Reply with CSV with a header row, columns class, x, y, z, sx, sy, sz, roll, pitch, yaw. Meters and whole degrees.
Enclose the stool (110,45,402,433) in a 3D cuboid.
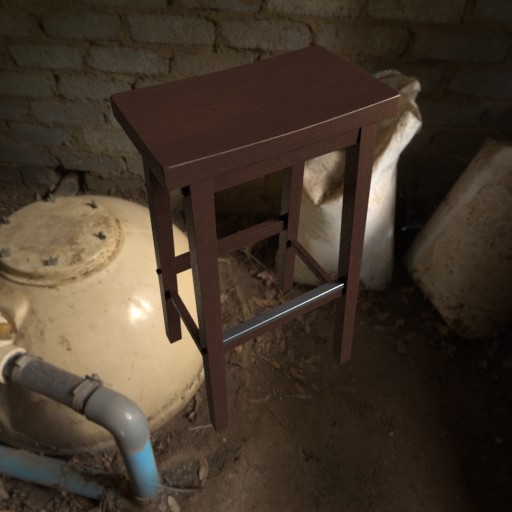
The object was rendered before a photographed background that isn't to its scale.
class,x,y,z,sx,sy,sz,roll,pitch,yaw
stool,0.000,0.000,0.967,0.406,0.742,0.322,-23,51,-20
